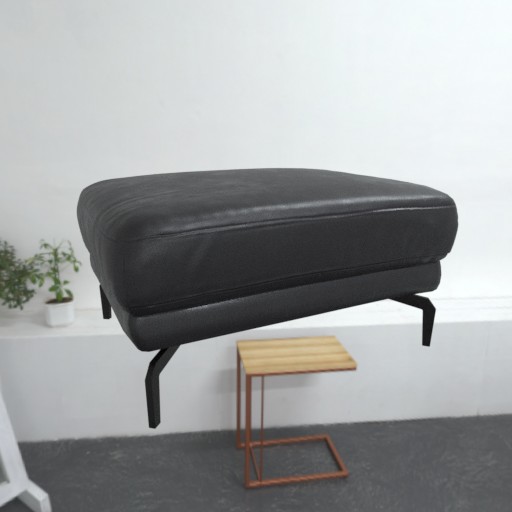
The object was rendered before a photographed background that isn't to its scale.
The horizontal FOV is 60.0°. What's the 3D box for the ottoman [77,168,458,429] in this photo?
[{"bbox_3d":[0.000,0.000,1.085,0.764,0.402,0.570,-8,18,-26],"label":"ottoman"}]
